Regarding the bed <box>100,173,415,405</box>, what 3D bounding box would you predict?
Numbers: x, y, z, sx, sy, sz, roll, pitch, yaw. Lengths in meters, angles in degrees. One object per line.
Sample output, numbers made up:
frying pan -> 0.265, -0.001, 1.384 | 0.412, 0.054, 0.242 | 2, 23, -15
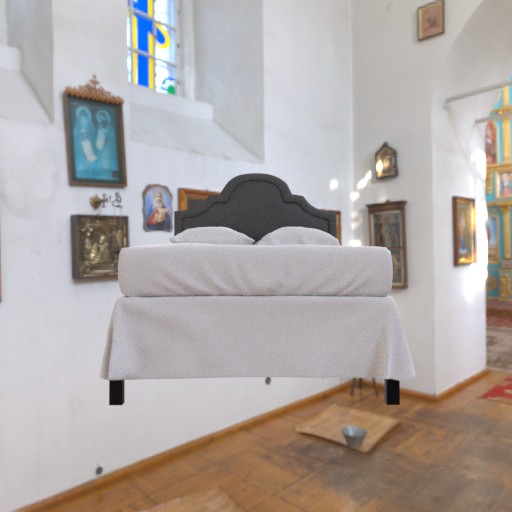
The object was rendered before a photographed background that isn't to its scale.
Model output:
bed -> 0.000, 0.000, 3.401 | 1.780, 1.634, 2.222 | 0, -1, 0
